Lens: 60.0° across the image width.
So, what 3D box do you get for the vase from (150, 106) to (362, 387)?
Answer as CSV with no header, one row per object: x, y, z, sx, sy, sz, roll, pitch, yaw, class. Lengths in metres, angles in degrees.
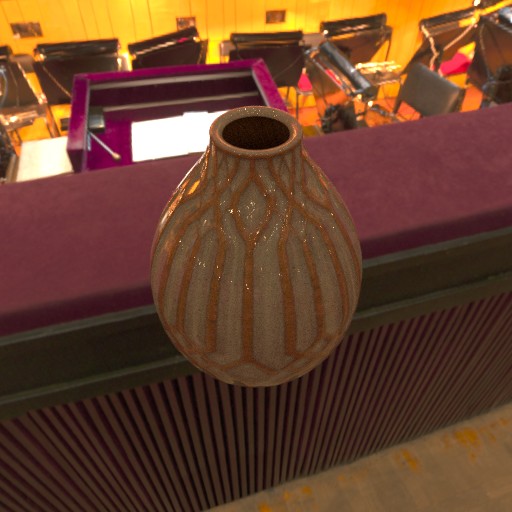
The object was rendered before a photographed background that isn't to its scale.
0.000,0.000,0.271,0.131,0.175,0.131,0,47,0,vase
